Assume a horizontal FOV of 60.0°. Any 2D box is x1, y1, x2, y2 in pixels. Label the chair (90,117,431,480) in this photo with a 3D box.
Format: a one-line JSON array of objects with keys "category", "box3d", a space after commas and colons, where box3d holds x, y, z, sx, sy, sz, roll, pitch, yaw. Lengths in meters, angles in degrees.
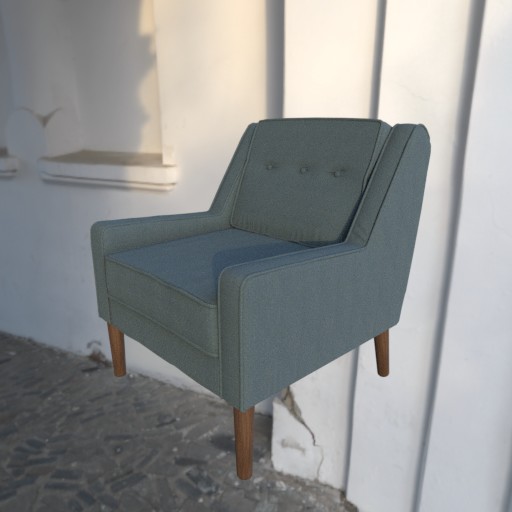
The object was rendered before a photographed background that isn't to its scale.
[{"category": "chair", "box3d": [0.000, 0.000, 1.304, 0.733, 0.780, 0.663, -16, 23, -42]}]
